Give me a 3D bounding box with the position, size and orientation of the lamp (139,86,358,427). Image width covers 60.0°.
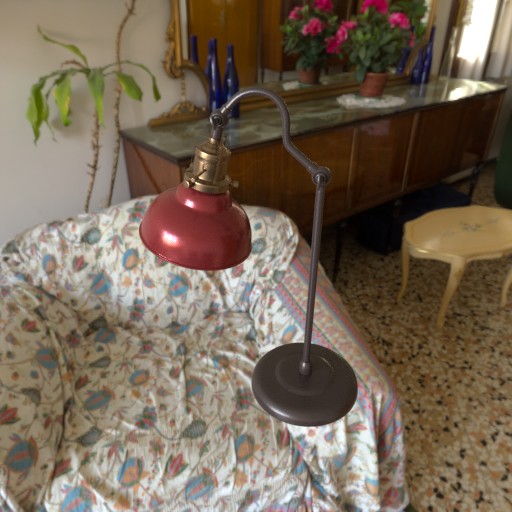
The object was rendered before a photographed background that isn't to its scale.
[{"bbox_3d":[0.000,0.000,0.703,0.374,0.508,0.192,8,31,13],"label":"lamp"}]
